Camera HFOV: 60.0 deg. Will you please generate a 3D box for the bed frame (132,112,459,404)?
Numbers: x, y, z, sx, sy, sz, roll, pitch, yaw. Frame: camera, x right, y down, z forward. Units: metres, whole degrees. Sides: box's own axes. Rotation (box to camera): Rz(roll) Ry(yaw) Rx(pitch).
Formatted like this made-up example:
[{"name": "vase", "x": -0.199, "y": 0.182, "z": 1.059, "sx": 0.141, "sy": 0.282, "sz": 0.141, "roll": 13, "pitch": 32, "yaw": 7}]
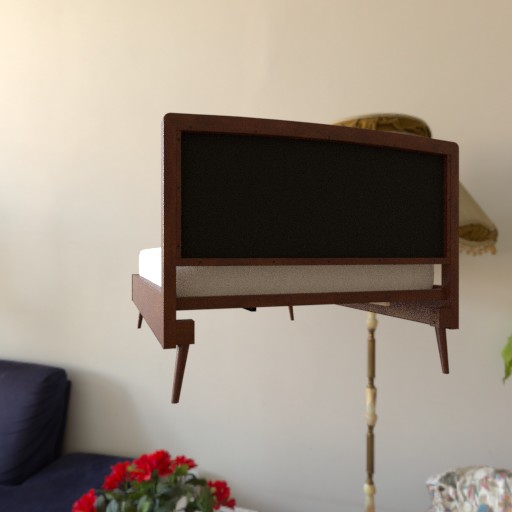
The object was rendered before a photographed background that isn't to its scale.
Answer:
[{"name": "bed frame", "x": 0.000, "y": 0.000, "z": 3.171, "sx": 1.587, "sy": 1.279, "sz": 2.171, "roll": 0, "pitch": 0, "yaw": -19}]
